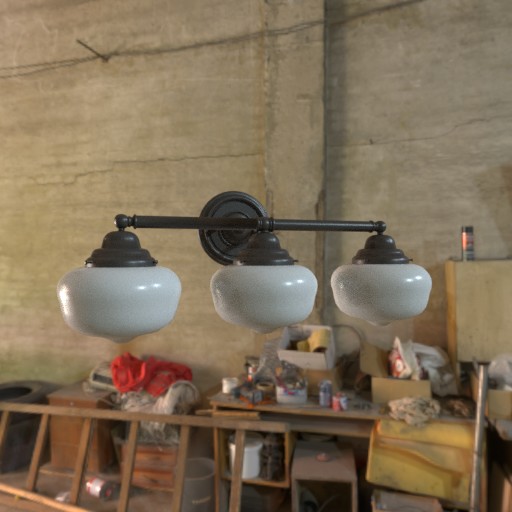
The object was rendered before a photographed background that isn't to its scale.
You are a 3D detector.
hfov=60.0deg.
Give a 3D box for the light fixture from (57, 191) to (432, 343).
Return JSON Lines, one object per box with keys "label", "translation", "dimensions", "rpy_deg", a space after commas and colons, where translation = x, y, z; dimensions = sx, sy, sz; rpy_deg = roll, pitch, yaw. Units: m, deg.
{"label": "light fixture", "translation": [0.000, 0.000, 0.721], "dimensions": [0.587, 0.242, 0.239], "rpy_deg": [0, 1, -19]}
